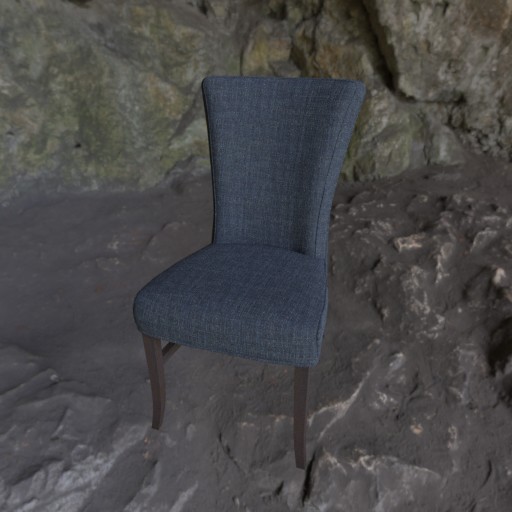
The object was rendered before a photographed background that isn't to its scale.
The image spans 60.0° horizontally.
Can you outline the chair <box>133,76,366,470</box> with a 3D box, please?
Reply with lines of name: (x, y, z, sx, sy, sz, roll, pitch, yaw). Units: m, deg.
chair: (0.000, 0.000, 1.367, 0.520, 0.991, 0.660, 8, 27, 16)
